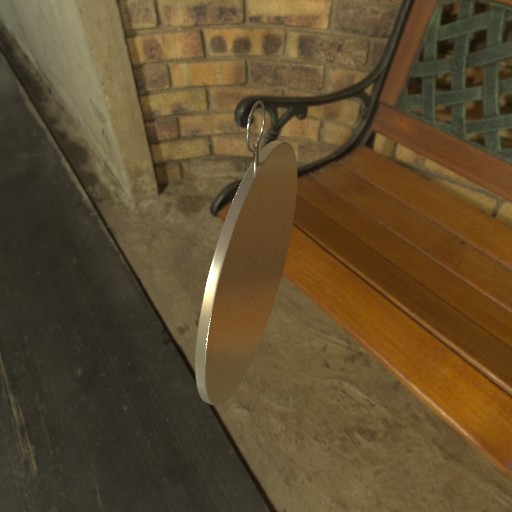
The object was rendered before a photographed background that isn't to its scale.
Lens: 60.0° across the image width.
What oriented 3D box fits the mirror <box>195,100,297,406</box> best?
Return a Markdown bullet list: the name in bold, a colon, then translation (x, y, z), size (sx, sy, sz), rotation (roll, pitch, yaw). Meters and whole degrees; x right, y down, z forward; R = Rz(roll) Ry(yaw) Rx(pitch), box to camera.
- **mirror**: translation (0.000, 0.000, 0.966), size (0.020, 0.713, 0.594), rotation (15, 49, 13)
